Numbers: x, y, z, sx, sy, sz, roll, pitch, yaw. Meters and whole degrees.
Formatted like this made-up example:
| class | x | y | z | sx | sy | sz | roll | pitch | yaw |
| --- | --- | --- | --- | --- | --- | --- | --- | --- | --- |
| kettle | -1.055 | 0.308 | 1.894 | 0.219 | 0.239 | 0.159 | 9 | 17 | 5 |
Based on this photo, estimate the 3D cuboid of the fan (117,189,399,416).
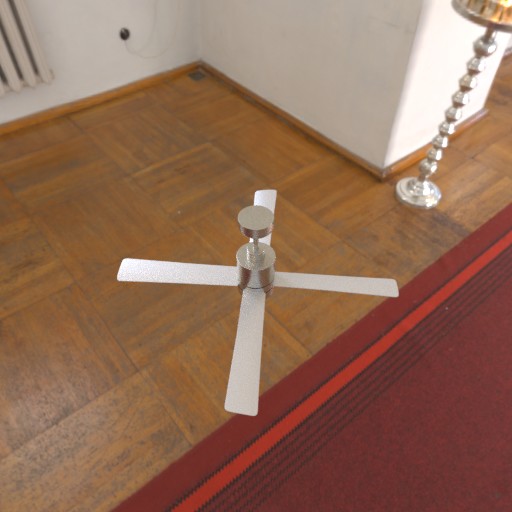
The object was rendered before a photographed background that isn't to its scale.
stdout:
| class | x | y | z | sx | sy | sz | roll | pitch | yaw |
| --- | --- | --- | --- | --- | --- | --- | --- | --- | --- |
| fan | 0.000 | 0.000 | 2.292 | 1.525 | 0.539 | 1.525 | 4 | 47 | 4 |
